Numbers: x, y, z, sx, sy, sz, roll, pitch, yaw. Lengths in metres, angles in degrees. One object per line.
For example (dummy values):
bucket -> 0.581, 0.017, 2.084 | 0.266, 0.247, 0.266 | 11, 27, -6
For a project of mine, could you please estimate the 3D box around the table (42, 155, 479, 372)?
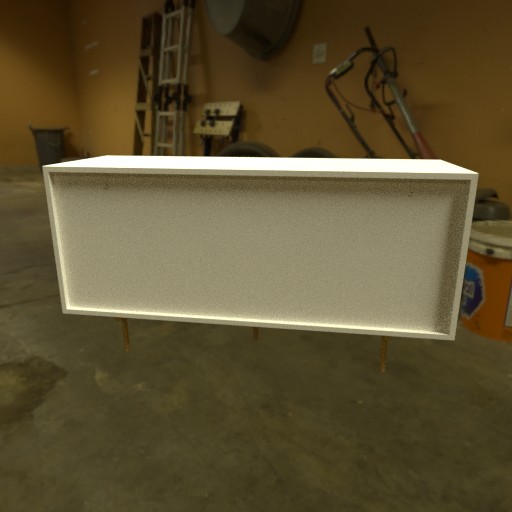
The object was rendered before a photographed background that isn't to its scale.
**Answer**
table -> 0.000, 0.000, 1.861 | 1.500, 0.769, 0.508 | 3, 17, 8
